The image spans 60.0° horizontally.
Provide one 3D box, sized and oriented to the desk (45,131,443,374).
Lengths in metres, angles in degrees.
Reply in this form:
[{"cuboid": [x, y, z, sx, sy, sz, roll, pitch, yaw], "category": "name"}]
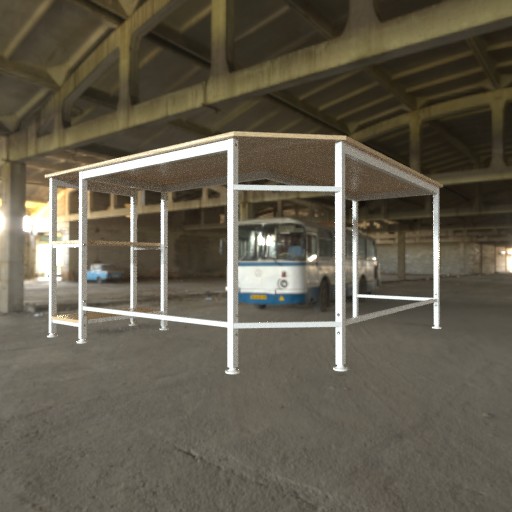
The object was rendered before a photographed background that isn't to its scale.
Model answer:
[{"cuboid": [0.000, 0.000, 2.156, 1.379, 0.739, 1.379, 0, -1, 37], "category": "desk"}]
